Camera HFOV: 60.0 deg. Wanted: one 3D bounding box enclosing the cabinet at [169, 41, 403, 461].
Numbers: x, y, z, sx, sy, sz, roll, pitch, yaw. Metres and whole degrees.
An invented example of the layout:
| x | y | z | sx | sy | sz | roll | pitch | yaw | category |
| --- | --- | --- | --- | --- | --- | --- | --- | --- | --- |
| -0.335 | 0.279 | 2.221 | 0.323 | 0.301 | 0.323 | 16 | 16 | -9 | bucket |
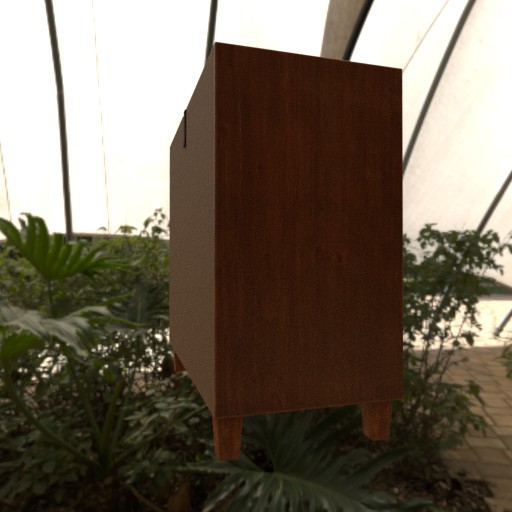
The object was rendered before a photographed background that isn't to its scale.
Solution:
| x | y | z | sx | sy | sz | roll | pitch | yaw | category |
| --- | --- | --- | --- | --- | --- | --- | --- | --- | --- |
| 0.000 | 0.000 | 1.252 | 0.412 | 0.785 | 0.796 | 0 | -1 | -17 | cabinet |
